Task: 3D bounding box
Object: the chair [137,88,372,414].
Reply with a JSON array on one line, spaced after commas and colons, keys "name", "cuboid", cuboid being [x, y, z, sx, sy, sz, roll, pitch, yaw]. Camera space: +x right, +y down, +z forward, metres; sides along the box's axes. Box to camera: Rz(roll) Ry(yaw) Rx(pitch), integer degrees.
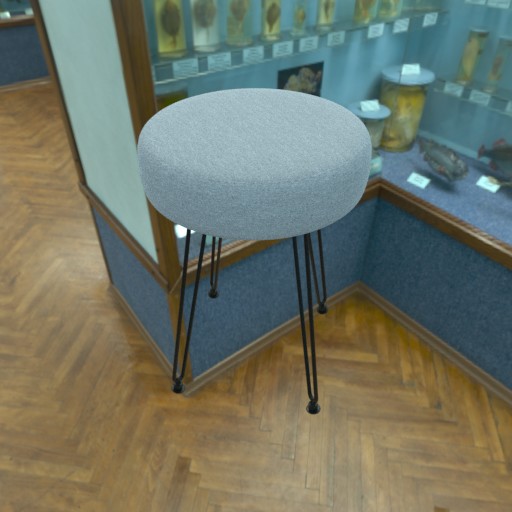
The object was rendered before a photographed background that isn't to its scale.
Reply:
[{"name": "chair", "cuboid": [0.000, 0.000, 0.696, 0.350, 0.440, 0.350, -24, 45, -26]}]
